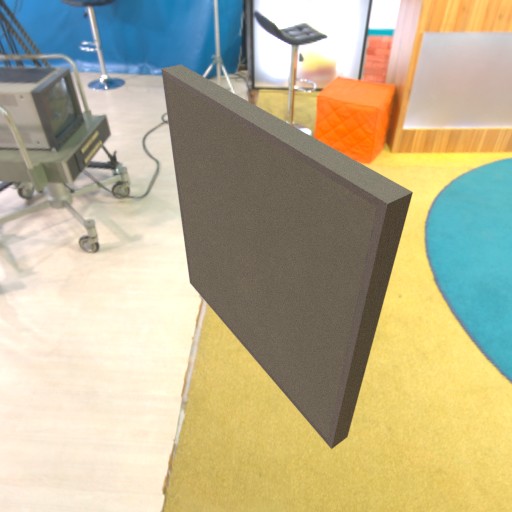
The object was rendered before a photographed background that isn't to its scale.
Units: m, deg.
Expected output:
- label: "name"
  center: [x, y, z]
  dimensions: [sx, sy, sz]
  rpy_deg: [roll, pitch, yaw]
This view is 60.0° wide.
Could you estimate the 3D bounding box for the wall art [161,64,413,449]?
- label: "wall art"
  center: [0.000, 0.000, 0.771]
  dimensions: [0.038, 0.506, 0.508]
  rpy_deg: [-24, 46, -26]
